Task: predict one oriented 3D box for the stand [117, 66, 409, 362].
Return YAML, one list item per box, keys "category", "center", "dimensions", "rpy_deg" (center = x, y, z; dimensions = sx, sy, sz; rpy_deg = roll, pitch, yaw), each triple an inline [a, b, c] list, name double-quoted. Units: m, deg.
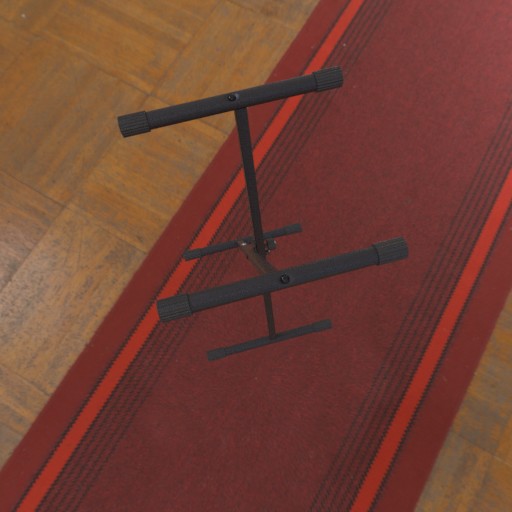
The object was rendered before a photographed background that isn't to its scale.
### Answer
- category: "stand"
  center: [0.000, 0.000, 1.167]
  dimensions: [0.449, 0.940, 0.409]
  rpy_deg: [-14, 75, -4]
